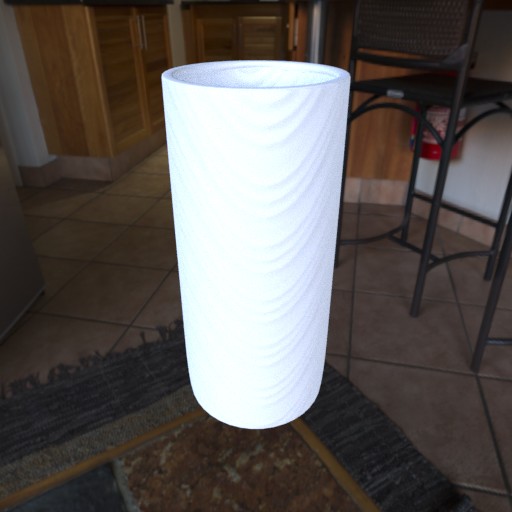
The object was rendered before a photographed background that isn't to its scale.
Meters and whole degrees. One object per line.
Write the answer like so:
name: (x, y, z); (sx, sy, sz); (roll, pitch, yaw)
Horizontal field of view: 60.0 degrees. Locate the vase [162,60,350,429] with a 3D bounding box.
vase: (0.000, 0.000, 0.407); (0.143, 0.316, 0.143); (0, 30, 0)
